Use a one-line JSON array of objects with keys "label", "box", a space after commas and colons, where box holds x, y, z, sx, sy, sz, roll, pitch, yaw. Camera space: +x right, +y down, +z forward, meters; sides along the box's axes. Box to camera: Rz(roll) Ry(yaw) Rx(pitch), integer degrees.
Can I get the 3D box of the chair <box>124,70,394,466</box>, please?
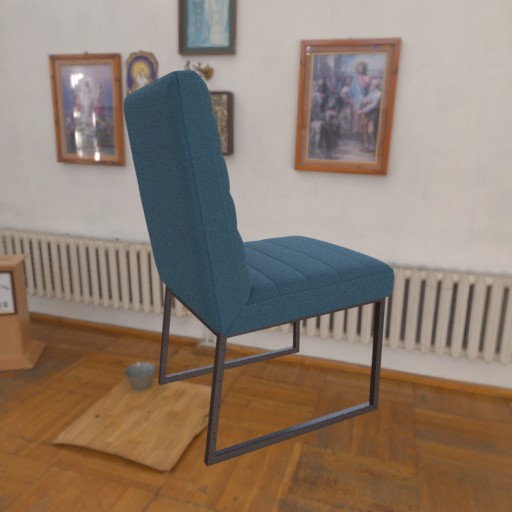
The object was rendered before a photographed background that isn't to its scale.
[{"label": "chair", "box": [0.000, 0.000, 1.313, 0.634, 0.930, 0.520, -7, 15, -26]}]
